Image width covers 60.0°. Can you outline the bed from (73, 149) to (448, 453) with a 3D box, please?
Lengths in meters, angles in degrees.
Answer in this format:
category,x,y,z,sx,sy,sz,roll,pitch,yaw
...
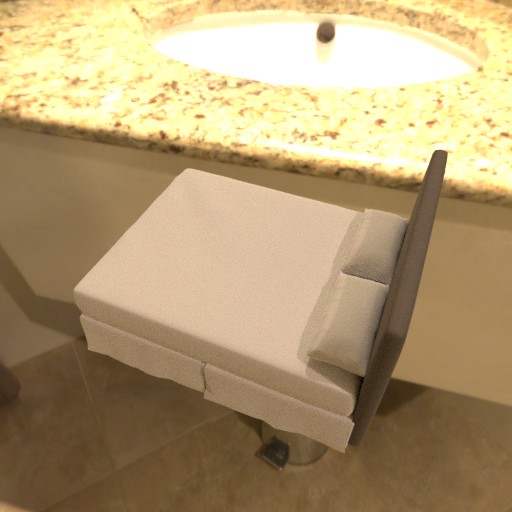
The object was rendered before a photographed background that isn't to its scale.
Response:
category,x,y,z,sx,sy,sz,roll,pitch,yaw
bed,0.000,0.000,3.199,2.142,1.330,1.723,17,48,16
